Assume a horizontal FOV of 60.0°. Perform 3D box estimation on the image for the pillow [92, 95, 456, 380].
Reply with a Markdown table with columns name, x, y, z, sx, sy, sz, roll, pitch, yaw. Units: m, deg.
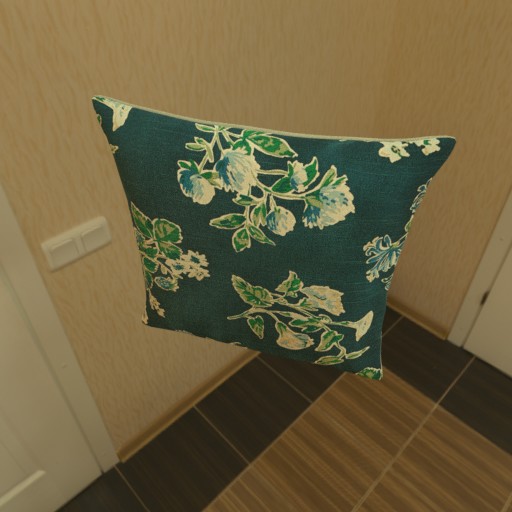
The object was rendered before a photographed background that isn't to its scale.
| name | x | y | z | sx | sy | sz | roll | pitch | yaw |
| --- | --- | --- | --- | --- | --- | --- | --- | --- | --- |
| pillow | 0.000 | 0.000 | 0.775 | 0.525 | 0.508 | 0.166 | 11 | 42 | 12 |
